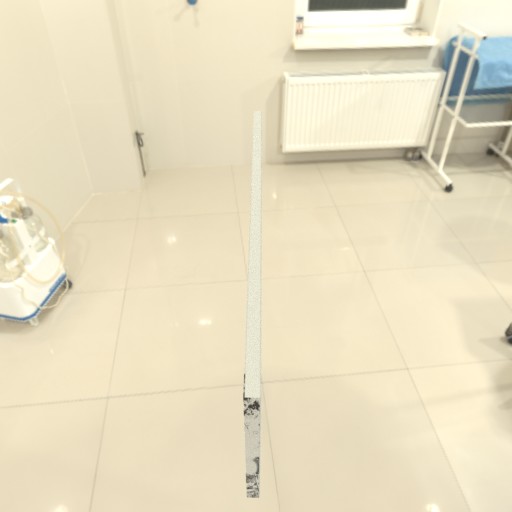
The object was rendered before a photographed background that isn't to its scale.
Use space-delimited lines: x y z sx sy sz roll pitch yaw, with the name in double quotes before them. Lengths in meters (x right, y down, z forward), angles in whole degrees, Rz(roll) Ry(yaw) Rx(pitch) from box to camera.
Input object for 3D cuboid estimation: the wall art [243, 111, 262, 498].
"wall art" 0.000 0.000 1.672 0.039 0.507 1.520 0 40 0
